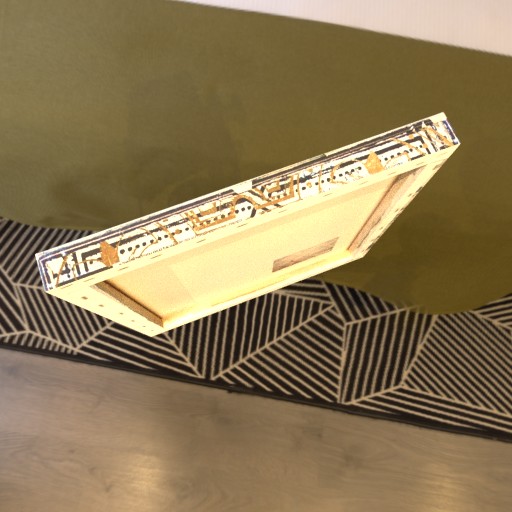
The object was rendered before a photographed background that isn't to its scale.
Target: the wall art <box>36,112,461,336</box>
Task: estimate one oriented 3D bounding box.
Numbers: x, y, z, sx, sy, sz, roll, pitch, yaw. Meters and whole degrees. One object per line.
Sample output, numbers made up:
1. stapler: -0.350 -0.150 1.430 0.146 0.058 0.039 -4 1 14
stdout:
1. wall art: 0.000 0.000 0.610 0.411 0.410 0.038 -20 75 -6
